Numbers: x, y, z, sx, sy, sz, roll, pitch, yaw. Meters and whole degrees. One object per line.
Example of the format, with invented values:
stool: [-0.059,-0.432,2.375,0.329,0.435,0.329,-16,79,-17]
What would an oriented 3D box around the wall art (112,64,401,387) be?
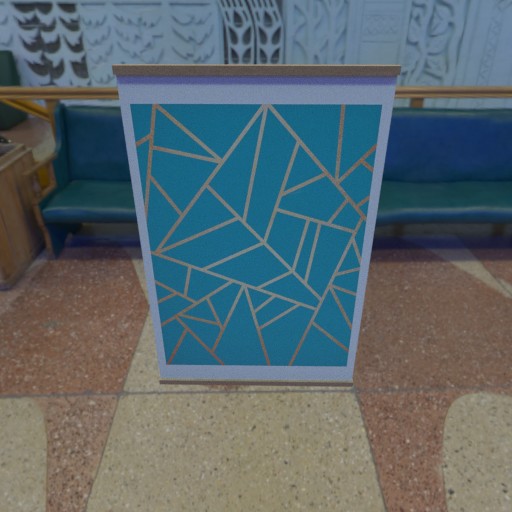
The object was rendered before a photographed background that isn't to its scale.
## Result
wall art: [0.000,0.000,1.908,0.990,1.519,0.030,0,30,1]
